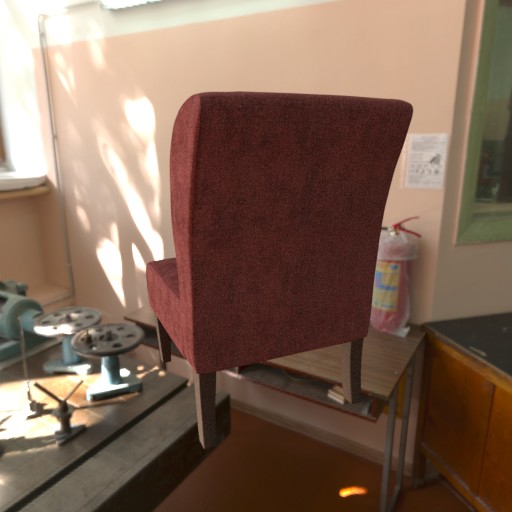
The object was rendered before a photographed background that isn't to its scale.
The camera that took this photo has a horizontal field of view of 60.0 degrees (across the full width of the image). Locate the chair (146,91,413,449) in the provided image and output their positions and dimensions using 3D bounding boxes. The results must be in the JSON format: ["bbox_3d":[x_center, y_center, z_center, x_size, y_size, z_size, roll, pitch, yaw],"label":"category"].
[{"bbox_3d":[0.000,0.000,1.295,0.538,0.846,0.640,-7,17,-24],"label":"chair"}]
